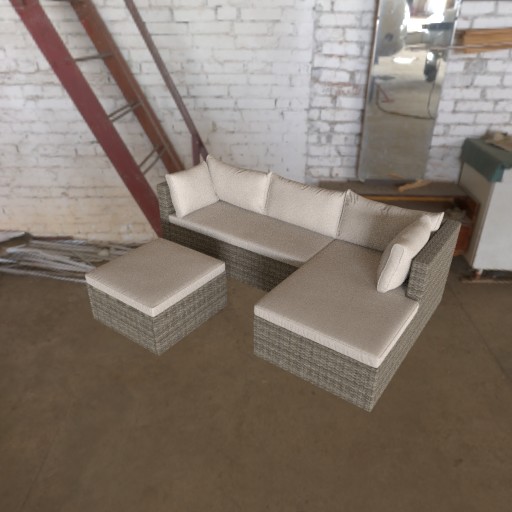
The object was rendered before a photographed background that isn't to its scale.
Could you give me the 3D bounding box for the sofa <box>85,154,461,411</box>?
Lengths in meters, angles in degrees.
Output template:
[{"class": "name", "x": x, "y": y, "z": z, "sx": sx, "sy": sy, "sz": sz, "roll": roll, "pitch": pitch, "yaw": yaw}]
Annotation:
[{"class": "sofa", "x": 0.000, "y": 0.000, "z": 3.055, "sx": 2.192, "sy": 0.766, "sz": 1.662, "roll": 20, "pitch": 35, "yaw": 31}]
